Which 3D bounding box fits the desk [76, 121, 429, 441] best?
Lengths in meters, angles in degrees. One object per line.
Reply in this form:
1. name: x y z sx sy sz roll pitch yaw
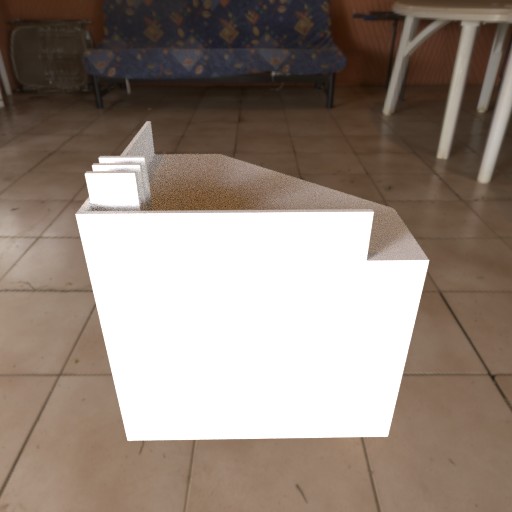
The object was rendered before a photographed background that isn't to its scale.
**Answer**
1. desk: 0.000 0.000 1.753 0.940 0.986 0.940 -1 31 -1
